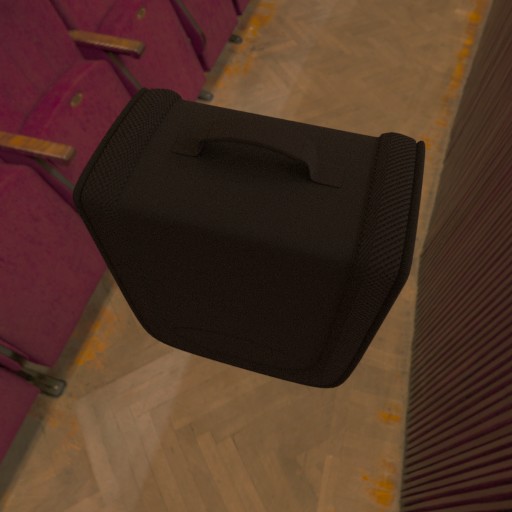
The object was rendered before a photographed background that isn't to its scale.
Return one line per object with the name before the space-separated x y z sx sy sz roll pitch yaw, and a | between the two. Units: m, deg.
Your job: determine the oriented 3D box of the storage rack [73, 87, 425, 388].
storage rack | 0.000 0.000 0.538 0.297 0.387 0.168 14 58 9
